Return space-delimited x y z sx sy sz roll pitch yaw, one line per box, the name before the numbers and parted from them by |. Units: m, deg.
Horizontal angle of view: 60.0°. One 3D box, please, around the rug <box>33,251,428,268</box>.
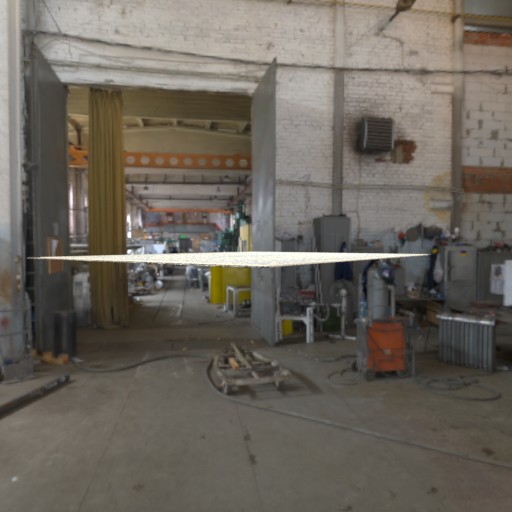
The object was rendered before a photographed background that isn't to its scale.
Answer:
rug | 0.000 0.000 4.367 2.464 0.010 3.327 1 2 37
